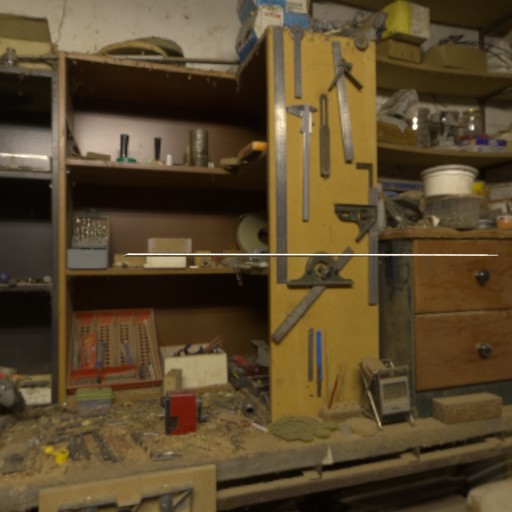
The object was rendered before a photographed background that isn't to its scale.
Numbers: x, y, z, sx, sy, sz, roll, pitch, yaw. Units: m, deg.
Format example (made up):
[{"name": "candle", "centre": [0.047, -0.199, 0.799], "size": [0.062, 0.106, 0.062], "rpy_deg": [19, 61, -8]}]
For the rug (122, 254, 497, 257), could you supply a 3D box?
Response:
[{"name": "rug", "centre": [0.000, 0.000, 4.102], "size": [2.354, 0.007, 3.196], "rpy_deg": [0, 0, -17]}]
